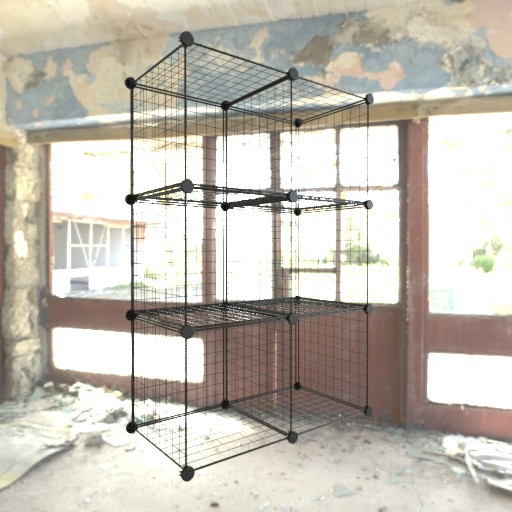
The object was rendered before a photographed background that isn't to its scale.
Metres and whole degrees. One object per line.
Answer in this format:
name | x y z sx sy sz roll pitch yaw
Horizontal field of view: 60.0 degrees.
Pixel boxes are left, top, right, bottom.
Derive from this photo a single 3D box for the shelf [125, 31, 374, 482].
shelf | 0.000 0.000 1.398 0.711 1.067 0.356 -1 1 -37
